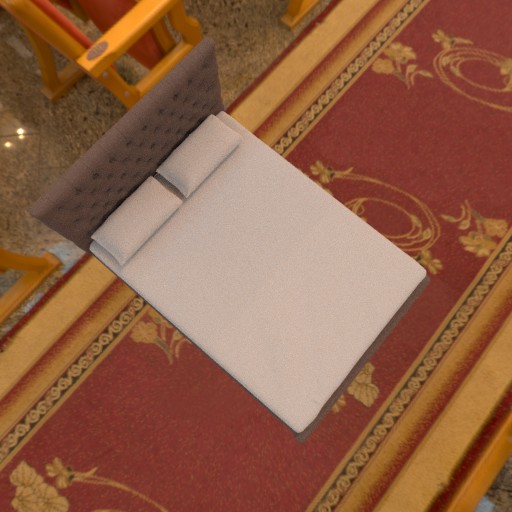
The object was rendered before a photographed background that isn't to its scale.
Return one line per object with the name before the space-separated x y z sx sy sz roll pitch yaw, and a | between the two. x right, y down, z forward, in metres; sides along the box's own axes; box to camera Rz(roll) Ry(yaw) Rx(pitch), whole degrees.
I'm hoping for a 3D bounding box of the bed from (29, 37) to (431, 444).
bed | 0.000 0.000 3.413 2.387 1.427 1.698 40 80 9
